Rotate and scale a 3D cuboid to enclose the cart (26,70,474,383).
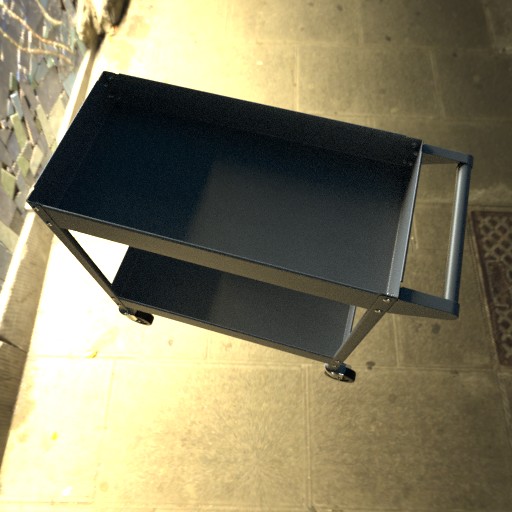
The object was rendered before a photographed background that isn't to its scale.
[{"bbox_3d":[0.000,0.000,1.139,0.779,0.719,0.366,15,66,7],"label":"cart"}]
